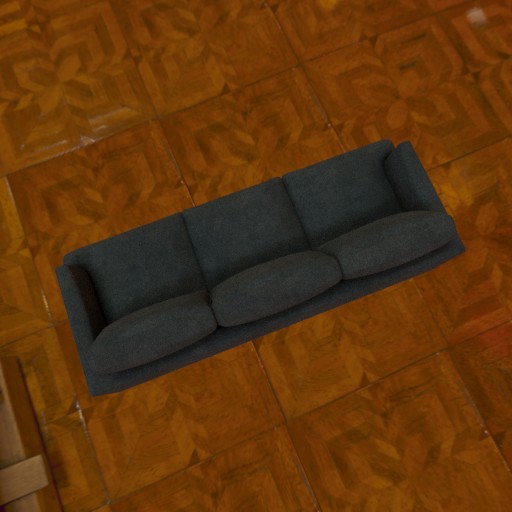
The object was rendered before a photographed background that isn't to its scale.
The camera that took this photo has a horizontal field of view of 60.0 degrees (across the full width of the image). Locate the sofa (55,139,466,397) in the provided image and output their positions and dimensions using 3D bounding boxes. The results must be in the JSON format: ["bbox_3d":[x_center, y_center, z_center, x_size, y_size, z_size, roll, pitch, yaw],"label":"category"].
[{"bbox_3d":[0.000,0.000,2.715,2.246,0.930,0.903,-21,77,-5],"label":"sofa"}]
